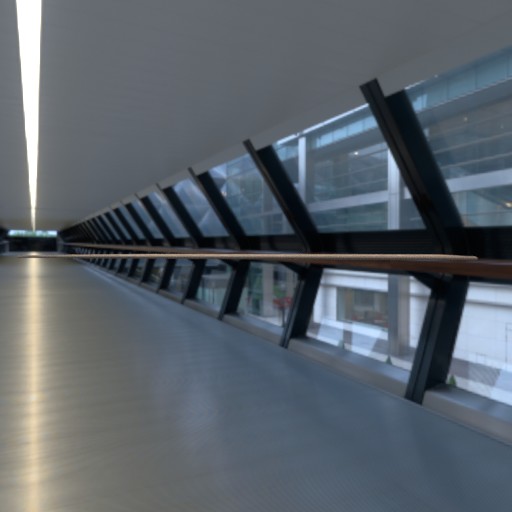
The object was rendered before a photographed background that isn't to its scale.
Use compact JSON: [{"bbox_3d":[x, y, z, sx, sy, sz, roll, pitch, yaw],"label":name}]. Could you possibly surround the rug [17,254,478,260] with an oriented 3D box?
[{"bbox_3d":[0.000,0.000,2.026,1.677,0.011,1.066,0,1,18],"label":"rug"}]
